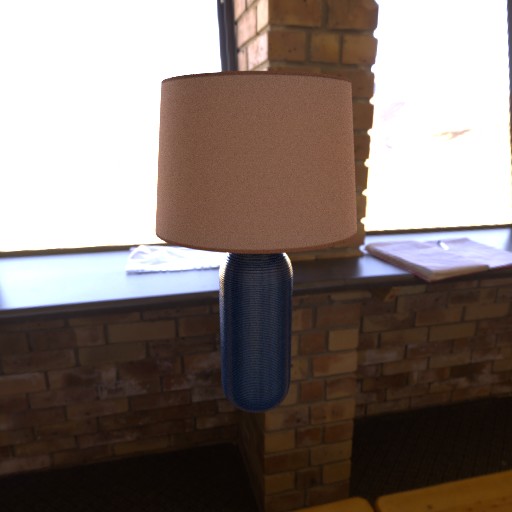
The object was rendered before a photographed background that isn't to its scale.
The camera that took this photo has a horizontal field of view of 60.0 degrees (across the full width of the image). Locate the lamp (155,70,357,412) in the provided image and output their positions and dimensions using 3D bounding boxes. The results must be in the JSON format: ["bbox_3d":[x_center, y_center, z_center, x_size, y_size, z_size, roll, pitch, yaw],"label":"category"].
[{"bbox_3d":[0.000,0.000,0.837,0.367,0.609,0.367,0,15,0],"label":"lamp"}]
